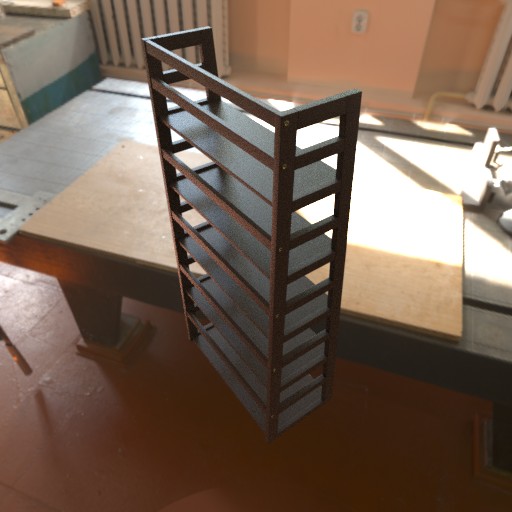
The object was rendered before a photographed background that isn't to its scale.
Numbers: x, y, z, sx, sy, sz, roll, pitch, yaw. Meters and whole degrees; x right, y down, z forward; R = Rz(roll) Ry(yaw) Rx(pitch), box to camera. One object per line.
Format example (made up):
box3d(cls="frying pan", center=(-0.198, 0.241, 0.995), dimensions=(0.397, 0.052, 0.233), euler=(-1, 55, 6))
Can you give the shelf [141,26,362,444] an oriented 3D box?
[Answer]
box3d(cls="shelf", center=(0.000, 0.000, 1.867), dimensions=(0.403, 1.600, 0.763), euler=(-25, 47, -26))
